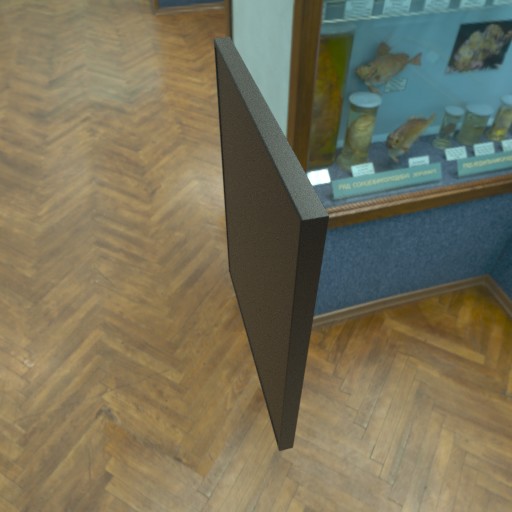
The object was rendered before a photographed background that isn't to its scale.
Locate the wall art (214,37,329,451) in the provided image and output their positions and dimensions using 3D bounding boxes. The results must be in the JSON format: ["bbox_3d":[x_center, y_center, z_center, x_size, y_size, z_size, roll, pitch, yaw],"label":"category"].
[{"bbox_3d":[0.000,0.000,0.753,0.028,0.551,0.451,-10,47,-10],"label":"wall art"}]
